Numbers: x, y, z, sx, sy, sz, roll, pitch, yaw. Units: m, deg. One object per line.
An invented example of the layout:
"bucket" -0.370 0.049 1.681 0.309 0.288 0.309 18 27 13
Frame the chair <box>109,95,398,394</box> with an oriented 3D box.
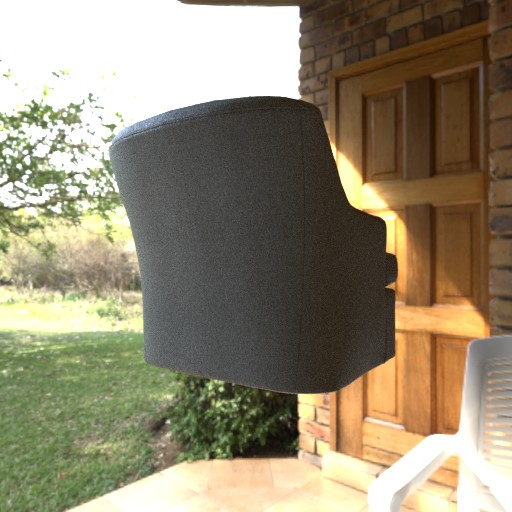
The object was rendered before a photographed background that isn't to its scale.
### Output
"chair" 0.000 0.000 1.643 0.864 0.856 0.923 0 -1 36
